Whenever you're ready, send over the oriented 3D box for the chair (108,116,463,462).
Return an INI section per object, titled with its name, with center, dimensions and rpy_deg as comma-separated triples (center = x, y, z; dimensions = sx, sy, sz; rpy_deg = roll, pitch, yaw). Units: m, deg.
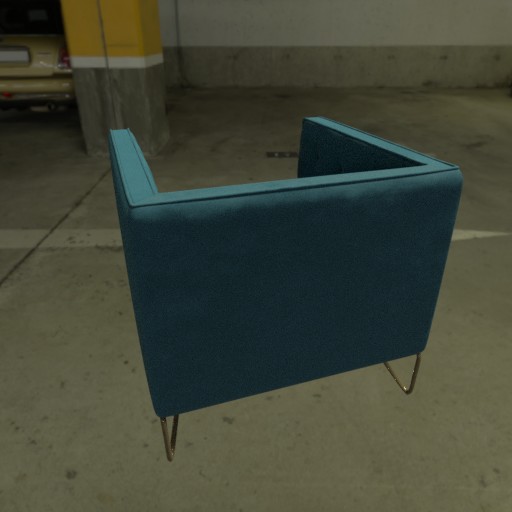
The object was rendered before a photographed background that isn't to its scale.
[chair]
center = 0.000, 0.000, 1.560
dimensions = 0.880, 0.790, 0.894
rpy_deg = -9, 28, -17
